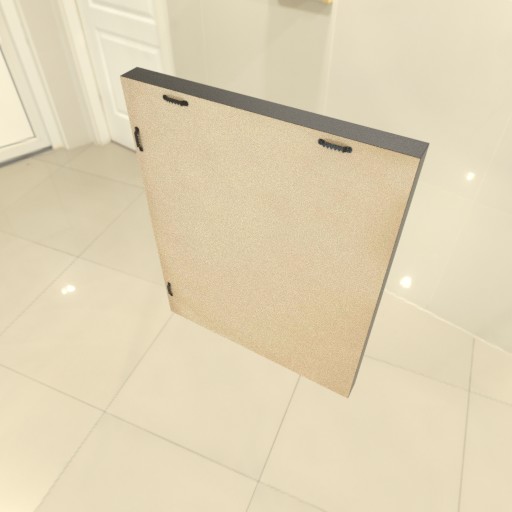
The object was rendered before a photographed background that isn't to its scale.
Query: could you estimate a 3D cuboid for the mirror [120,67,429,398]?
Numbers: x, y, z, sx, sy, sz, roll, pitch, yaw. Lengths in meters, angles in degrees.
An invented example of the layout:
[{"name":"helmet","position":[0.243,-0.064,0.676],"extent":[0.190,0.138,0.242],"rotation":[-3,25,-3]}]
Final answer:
[{"name":"mirror","position":[0.000,0.000,0.712],"extent":[0.405,0.508,0.041],"rotation":[22,49,21]}]
